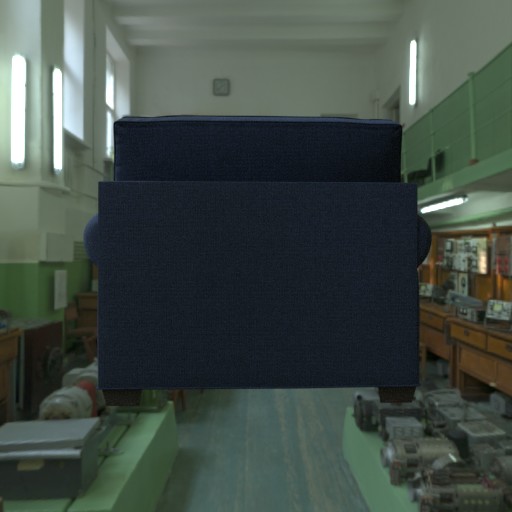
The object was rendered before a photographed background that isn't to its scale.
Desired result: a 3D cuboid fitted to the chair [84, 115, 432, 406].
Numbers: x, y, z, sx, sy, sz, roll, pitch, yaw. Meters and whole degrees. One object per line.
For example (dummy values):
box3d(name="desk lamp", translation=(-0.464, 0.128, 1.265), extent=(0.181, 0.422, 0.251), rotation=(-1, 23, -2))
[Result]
box3d(name="chair", translation=(0.000, 0.000, 2.009), extent=(1.285, 1.044, 0.963), rotation=(0, 0, -2))
